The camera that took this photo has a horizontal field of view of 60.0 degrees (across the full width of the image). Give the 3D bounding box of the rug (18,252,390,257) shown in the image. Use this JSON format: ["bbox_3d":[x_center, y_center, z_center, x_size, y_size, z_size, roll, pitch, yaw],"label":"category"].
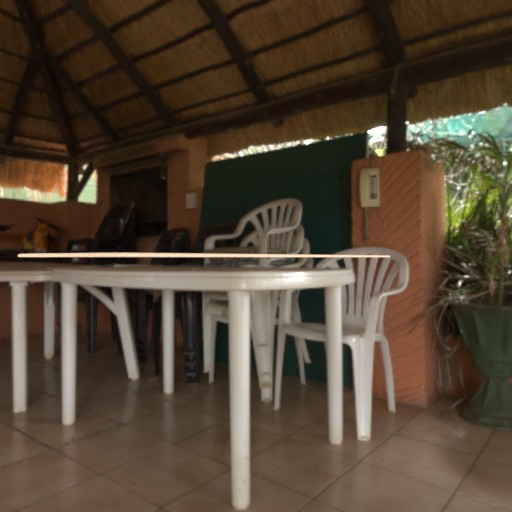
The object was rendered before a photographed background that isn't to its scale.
[{"bbox_3d":[0.000,0.000,2.479,0.678,0.014,2.276,0,0,38],"label":"rug"}]
